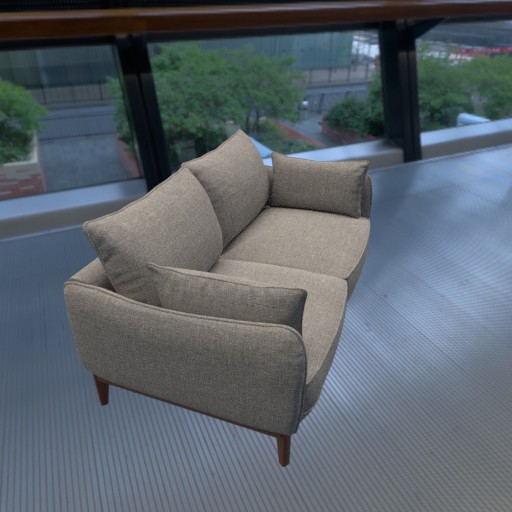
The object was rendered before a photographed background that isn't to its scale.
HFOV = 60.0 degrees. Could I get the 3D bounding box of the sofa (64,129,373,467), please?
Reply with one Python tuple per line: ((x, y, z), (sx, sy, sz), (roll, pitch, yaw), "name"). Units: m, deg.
((0.000, 0.000, 2.161), (0.972, 0.851, 1.580), (11, 32, 18), "sofa")
